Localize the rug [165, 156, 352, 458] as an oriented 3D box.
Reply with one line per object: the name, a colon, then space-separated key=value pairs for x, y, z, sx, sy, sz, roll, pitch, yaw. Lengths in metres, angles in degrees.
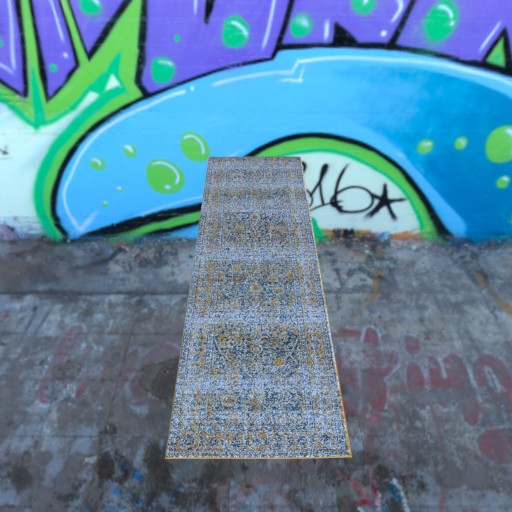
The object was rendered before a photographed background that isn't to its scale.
rug: x=0.000 y=0.000 z=2.525 sx=0.704 sy=0.014 sz=2.294 roll=0 pitch=41 yaw=0
